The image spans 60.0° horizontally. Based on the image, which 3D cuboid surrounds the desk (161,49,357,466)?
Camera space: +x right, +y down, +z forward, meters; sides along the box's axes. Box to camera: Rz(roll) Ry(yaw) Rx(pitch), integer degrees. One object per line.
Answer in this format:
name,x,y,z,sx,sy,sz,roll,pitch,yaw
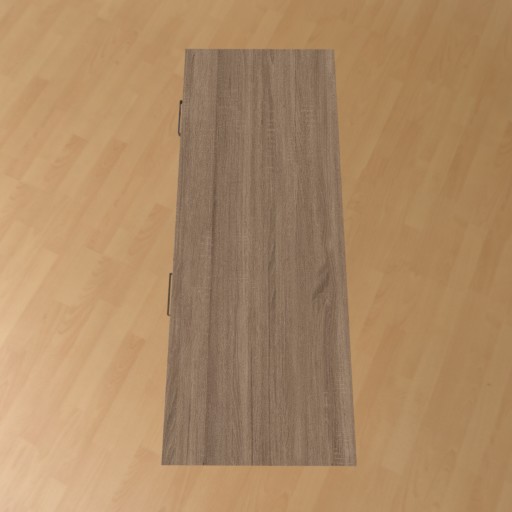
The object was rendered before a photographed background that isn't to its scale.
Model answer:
desk,0.000,0.000,2.104,0.690,0.760,1.700,0,74,0
